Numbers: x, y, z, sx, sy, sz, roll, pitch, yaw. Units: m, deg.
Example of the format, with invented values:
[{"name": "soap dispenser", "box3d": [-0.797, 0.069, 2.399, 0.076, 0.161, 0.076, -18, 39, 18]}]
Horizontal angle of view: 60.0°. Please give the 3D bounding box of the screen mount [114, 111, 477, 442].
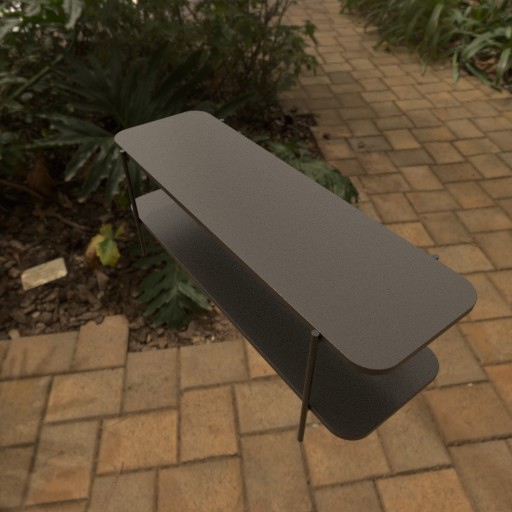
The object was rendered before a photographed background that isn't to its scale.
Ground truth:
[{"name": "screen mount", "box3d": [0.000, 0.000, 1.383, 0.400, 0.447, 1.200, -26, 48, -26]}]
